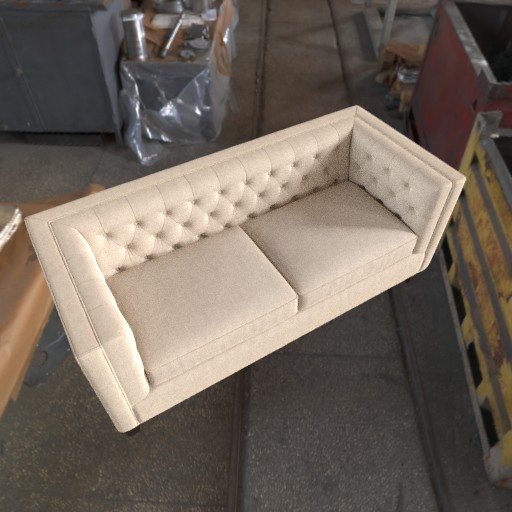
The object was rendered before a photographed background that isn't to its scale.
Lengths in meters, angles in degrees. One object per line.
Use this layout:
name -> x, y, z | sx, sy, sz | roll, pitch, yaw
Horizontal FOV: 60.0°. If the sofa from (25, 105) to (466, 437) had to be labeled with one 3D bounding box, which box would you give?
sofa -> 0.000, 0.000, 2.187 | 1.778, 0.762, 0.775 | -24, 52, -21
